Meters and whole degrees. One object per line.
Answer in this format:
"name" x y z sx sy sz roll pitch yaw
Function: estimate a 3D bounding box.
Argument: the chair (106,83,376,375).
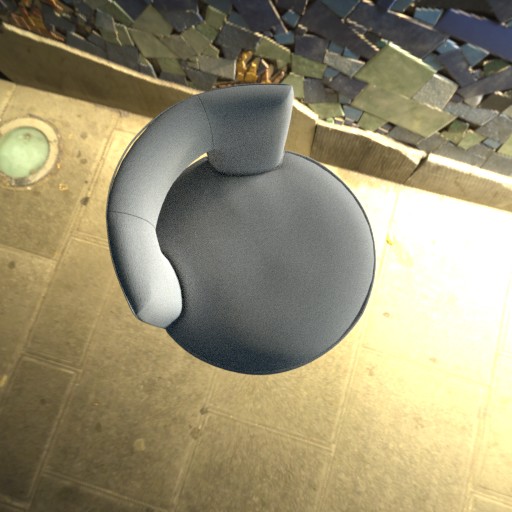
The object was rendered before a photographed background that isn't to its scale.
"chair" 0.000 0.000 1.263 0.665 0.723 0.650 31 78 7
